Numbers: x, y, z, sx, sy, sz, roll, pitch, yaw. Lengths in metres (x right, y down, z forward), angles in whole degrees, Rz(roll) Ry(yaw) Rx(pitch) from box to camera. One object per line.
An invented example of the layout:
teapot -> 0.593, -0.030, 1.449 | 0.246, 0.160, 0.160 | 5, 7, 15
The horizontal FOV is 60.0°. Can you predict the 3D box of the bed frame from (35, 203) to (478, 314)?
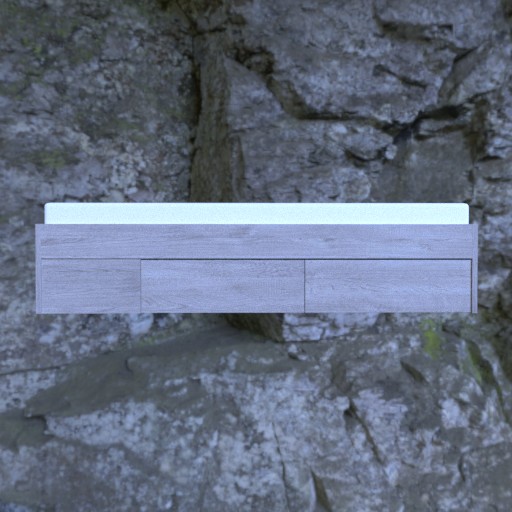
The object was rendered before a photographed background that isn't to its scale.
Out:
bed frame -> 0.000, 0.000, 2.673 | 1.944, 0.490, 1.448 | 0, 1, -1
